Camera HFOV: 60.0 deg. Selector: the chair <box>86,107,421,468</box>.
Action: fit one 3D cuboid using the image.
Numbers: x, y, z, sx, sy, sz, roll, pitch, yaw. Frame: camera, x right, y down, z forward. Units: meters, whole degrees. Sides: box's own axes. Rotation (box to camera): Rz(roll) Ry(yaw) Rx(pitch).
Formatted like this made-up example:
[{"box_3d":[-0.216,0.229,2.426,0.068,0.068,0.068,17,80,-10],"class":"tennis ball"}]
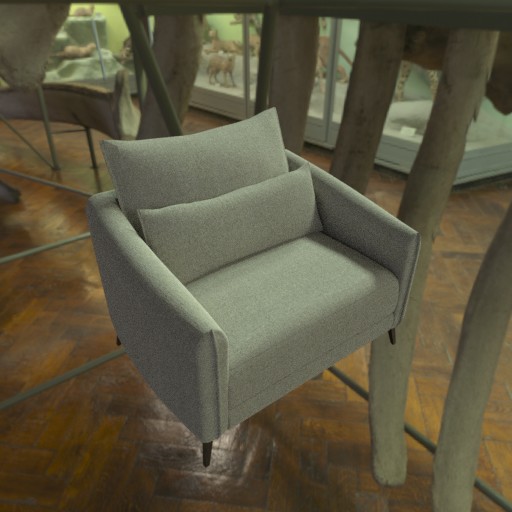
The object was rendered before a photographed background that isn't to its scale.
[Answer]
[{"box_3d":[0.000,0.000,1.654,1.029,0.856,0.801,-21,37,-31],"class":"chair"}]
